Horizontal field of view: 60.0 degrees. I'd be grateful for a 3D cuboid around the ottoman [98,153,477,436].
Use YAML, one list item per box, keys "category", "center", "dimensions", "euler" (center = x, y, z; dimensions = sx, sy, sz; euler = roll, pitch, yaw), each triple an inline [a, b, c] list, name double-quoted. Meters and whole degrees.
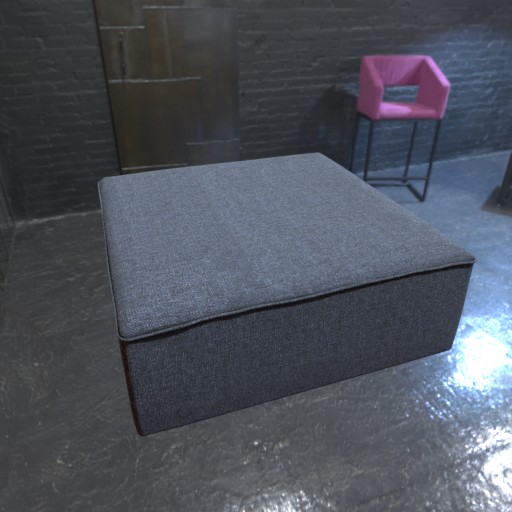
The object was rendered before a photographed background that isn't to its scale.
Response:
- category: "ottoman"
  center: [0.000, 0.000, 1.601]
  dimensions: [1.017, 0.423, 1.023]
  euler: [-10, 32, -16]
